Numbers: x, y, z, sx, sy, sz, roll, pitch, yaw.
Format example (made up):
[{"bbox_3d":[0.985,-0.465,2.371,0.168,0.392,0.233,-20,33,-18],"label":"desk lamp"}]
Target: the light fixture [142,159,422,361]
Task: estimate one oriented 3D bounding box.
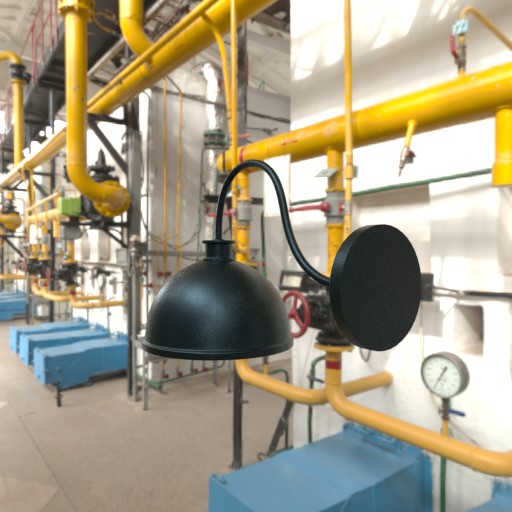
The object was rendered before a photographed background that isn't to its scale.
[{"bbox_3d":[0.000,0.000,0.663,0.253,0.295,0.467,0,0,-36],"label":"light fixture"}]
